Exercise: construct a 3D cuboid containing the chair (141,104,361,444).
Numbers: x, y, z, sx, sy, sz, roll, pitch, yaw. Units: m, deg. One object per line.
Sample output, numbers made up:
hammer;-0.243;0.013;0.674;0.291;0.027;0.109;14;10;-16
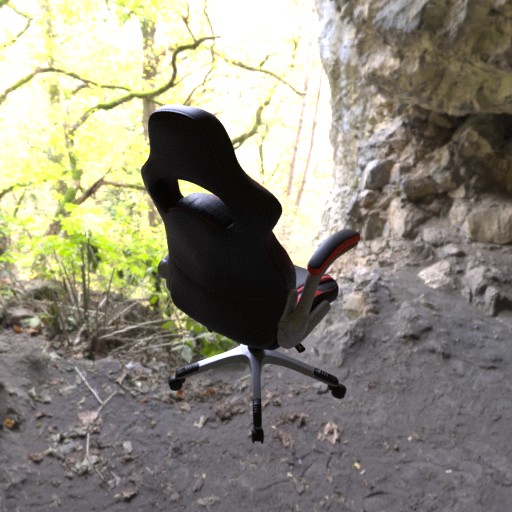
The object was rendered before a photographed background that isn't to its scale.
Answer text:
chair;0.000;0.000;1.640;0.758;1.165;0.712;20;35;32
